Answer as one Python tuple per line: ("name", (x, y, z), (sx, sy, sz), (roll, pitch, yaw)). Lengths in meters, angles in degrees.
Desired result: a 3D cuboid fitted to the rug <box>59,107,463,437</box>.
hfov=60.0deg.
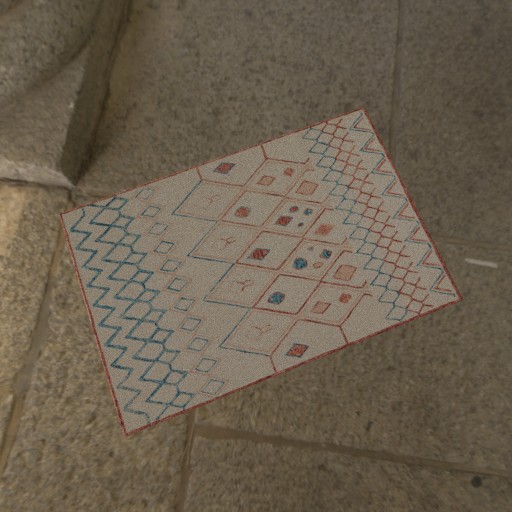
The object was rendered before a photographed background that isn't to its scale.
("rug", (0.000, 0.000, 2.357), (1.829, 0.016, 1.219), (-21, 76, -5))
